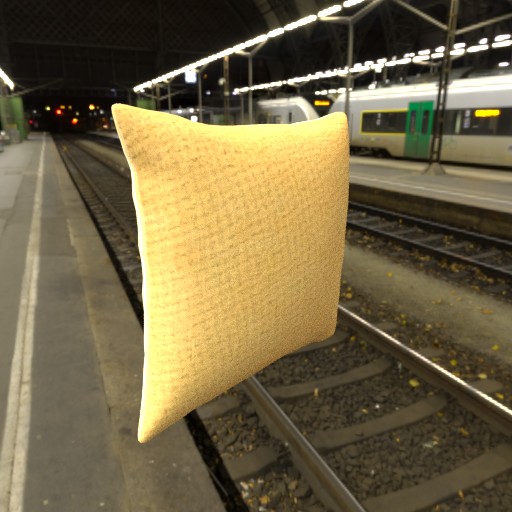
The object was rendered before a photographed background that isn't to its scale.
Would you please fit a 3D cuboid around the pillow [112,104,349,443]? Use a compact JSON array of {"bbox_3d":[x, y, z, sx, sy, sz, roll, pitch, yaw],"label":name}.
[{"bbox_3d":[0.000,0.000,0.645,0.173,0.407,0.419,16,23,42],"label":"pillow"}]
